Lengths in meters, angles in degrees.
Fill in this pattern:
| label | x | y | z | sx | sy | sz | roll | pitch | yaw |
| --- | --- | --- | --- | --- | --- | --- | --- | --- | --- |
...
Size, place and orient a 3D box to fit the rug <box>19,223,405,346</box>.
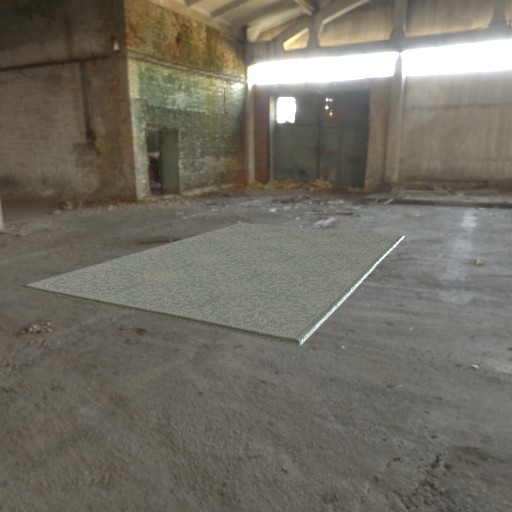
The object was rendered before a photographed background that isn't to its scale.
| label | x | y | z | sx | sy | sz | roll | pitch | yaw |
| --- | --- | --- | --- | --- | --- | --- | --- | --- | --- |
| rug | 0.000 | 0.000 | 2.321 | 1.219 | 0.012 | 1.840 | 7 | 15 | 26 |
